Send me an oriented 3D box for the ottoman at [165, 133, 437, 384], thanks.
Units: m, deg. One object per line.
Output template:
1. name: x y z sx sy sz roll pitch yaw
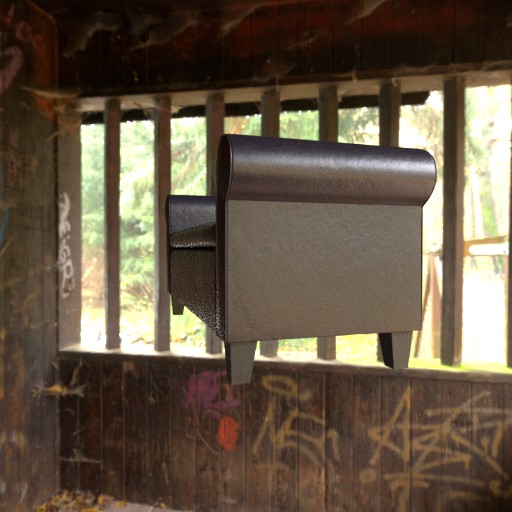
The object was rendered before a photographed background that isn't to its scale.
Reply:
1. ottoman: 0.000 0.000 1.567 0.521 0.547 1.256 0 1 -17
